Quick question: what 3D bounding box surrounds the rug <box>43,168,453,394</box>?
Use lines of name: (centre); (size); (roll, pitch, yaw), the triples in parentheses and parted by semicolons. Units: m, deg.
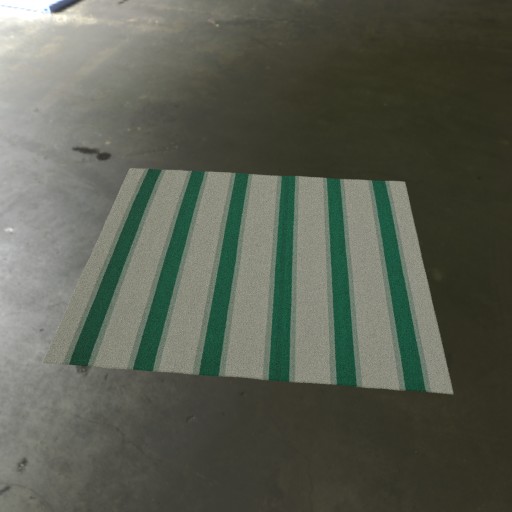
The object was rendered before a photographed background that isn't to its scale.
rug: (0.000, 0.000, 4.070); (3.041, 0.019, 2.434); (3, 48, 3)
